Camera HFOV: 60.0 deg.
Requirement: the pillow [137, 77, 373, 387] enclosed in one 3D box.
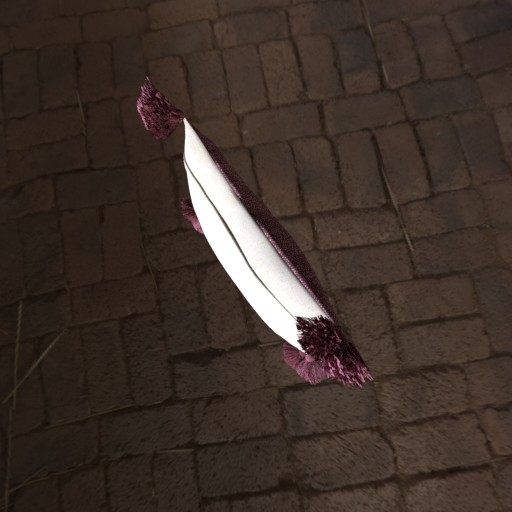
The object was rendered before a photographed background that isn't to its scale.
[{"bbox_3d":[0.000,0.000,0.976,0.138,0.659,0.641,-33,77,-9],"label":"pillow"}]
